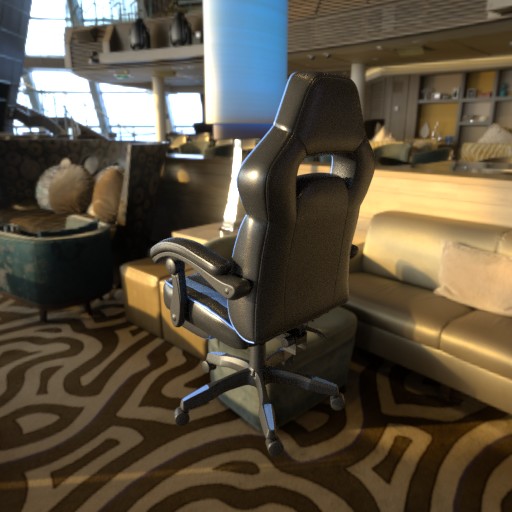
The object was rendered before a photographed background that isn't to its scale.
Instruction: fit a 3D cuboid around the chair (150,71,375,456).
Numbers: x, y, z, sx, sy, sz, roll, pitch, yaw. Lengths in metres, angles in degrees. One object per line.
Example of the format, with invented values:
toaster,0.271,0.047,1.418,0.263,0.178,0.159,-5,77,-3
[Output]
chair,0.000,0.000,1.718,0.700,1.280,0.700,-15,22,-42
